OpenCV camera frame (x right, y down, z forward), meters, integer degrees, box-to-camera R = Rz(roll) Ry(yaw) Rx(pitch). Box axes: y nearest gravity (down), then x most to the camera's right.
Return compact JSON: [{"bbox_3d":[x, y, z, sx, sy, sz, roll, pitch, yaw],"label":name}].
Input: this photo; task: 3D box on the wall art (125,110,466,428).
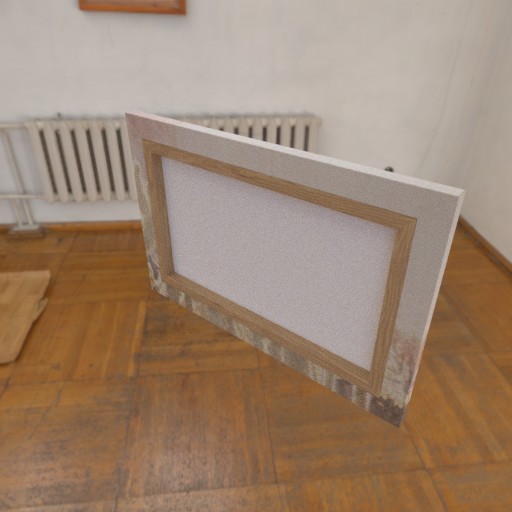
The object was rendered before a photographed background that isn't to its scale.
[{"bbox_3d":[0.000,0.000,1.169,0.916,0.608,0.040,23,38,32],"label":"wall art"}]
